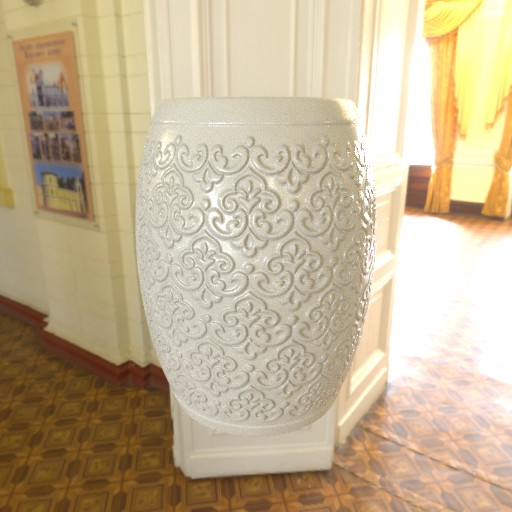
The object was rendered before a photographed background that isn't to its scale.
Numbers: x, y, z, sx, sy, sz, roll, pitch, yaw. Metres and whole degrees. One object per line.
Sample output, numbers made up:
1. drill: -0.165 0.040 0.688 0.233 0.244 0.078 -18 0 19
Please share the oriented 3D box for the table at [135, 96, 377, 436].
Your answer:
1. table: 0.000 0.000 0.595 0.309 0.397 0.309 0 18 0
